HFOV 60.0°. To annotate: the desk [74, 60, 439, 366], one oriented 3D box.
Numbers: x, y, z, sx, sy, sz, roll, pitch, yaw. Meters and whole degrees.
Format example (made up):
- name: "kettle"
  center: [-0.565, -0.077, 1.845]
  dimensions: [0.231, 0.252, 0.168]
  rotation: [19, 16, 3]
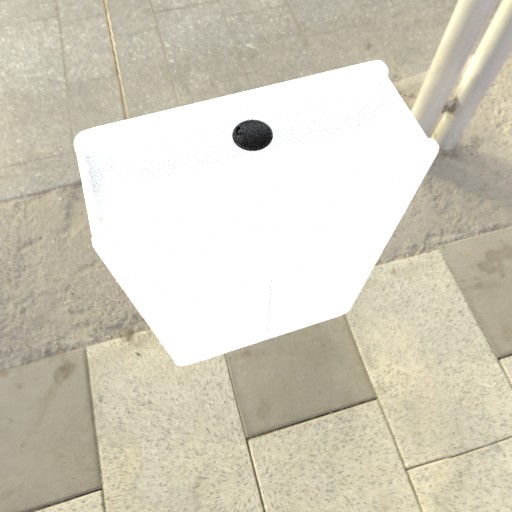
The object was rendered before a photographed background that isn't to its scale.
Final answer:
- name: "desk"
  center: [0.000, 0.000, 1.515]
  dimensions: [0.795, 1.190, 0.278]
  rotation: [-16, 65, -8]
